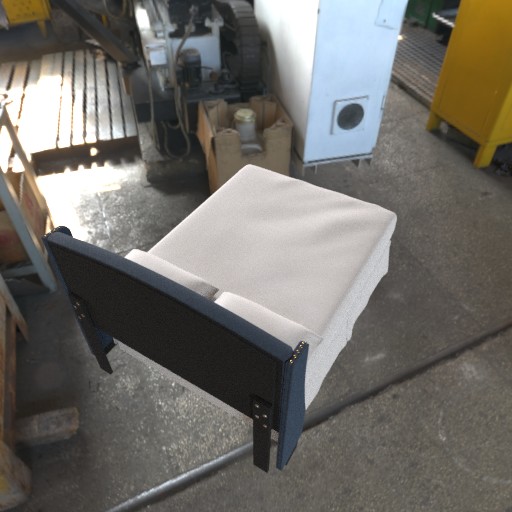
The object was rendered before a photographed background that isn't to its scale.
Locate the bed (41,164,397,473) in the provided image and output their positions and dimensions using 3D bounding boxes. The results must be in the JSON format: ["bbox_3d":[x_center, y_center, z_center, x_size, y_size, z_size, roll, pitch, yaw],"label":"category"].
[{"bbox_3d":[0.000,0.000,3.434,1.710,1.407,2.237,23,49,22],"label":"bed"}]
